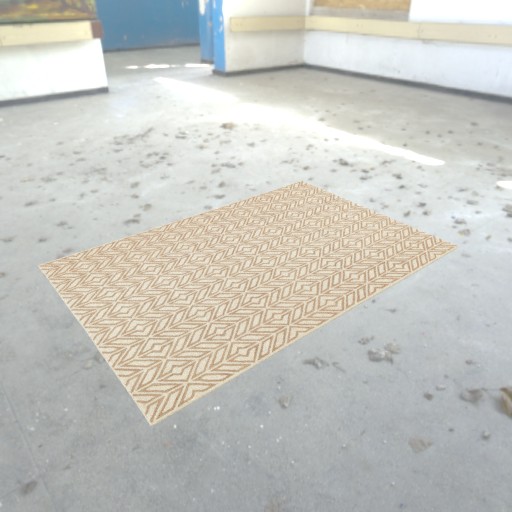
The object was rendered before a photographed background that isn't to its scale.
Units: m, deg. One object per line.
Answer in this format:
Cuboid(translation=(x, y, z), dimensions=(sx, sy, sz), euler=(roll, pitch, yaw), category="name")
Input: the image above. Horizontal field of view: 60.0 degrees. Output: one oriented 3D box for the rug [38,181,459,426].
Cuboid(translation=(0.000, 0.000, 2.305), dimensions=(1.828, 0.007, 1.220), euler=(-22, 38, -32), category="rug")
